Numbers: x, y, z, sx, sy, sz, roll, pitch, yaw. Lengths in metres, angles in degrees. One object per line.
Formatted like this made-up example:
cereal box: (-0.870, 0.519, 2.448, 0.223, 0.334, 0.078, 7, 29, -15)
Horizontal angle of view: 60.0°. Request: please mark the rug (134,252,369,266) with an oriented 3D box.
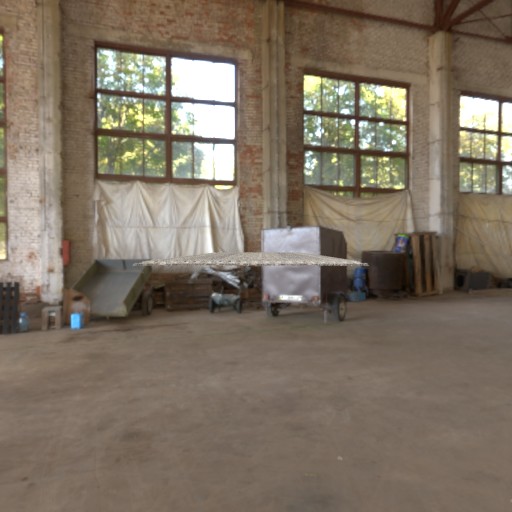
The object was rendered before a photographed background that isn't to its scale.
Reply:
rug: (0.000, 0.000, 2.692, 0.786, 0.013, 2.480, 0, 1, 1)
